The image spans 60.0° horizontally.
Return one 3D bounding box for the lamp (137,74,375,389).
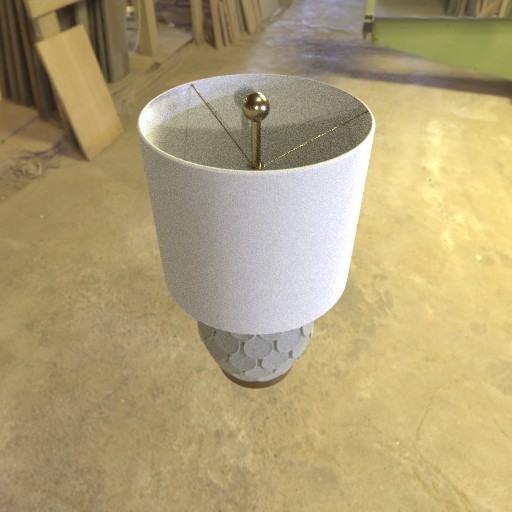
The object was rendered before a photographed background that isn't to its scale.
[{"bbox_3d":[0.000,0.000,0.614,0.254,0.452,0.254,0,41,0],"label":"lamp"}]
